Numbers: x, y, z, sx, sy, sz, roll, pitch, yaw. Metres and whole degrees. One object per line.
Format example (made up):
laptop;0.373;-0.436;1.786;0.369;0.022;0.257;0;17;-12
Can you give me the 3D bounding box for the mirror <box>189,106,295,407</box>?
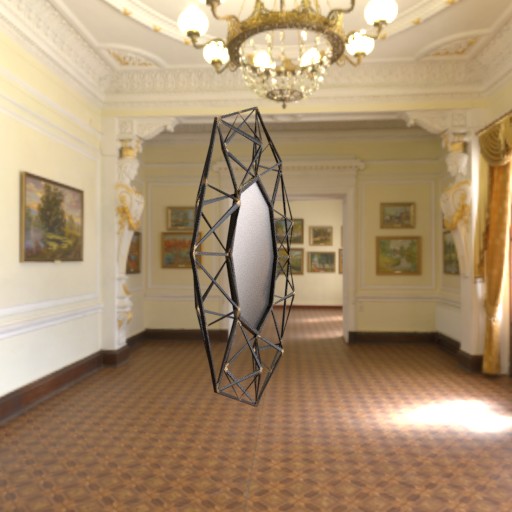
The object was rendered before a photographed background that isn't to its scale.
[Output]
mirror;0.000;0.000;1.048;0.094;0.710;0.710;0;-1;17
